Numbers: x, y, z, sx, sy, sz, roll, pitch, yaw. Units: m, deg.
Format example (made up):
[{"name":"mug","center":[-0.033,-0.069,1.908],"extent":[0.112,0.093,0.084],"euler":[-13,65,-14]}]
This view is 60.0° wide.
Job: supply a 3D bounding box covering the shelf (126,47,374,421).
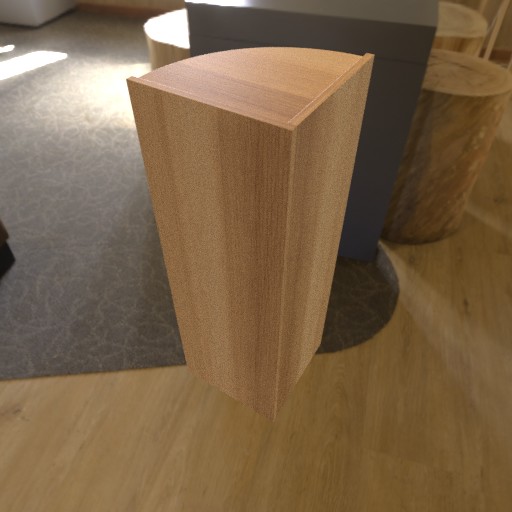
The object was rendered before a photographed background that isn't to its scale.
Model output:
[{"name":"shelf","center":[0.000,0.000,1.024],"extent":[0.290,0.872,0.290],"euler":[24,50,22]}]
